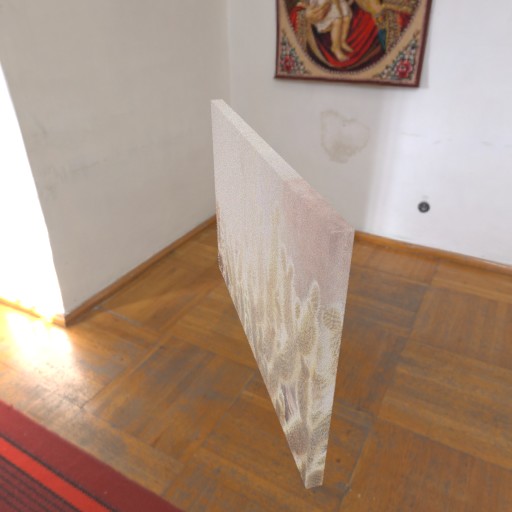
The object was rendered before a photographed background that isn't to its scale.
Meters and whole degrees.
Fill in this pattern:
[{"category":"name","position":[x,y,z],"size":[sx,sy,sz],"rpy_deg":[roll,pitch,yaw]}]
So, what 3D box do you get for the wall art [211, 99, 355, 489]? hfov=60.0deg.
[{"category":"wall art","position":[0.000,0.000,1.157],"size":[0.040,0.608,0.916],"rpy_deg":[-8,32,-13]}]
